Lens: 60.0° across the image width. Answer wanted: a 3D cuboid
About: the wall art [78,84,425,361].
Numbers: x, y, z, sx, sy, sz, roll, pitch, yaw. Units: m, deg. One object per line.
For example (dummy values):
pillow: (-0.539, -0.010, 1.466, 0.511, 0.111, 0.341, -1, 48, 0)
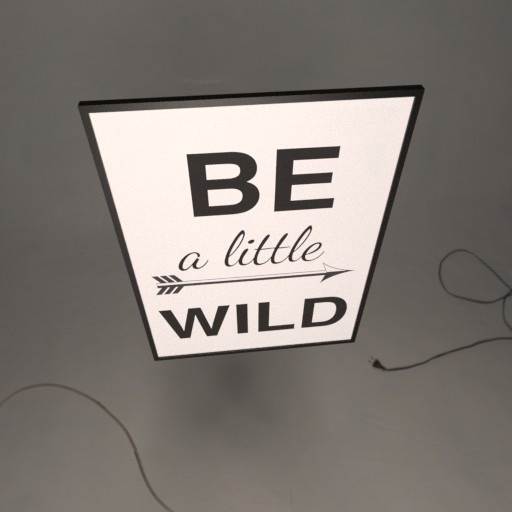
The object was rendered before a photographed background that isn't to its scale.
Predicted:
wall art: (0.000, 0.000, 0.772, 0.442, 0.582, 0.013, -4, 45, -4)
